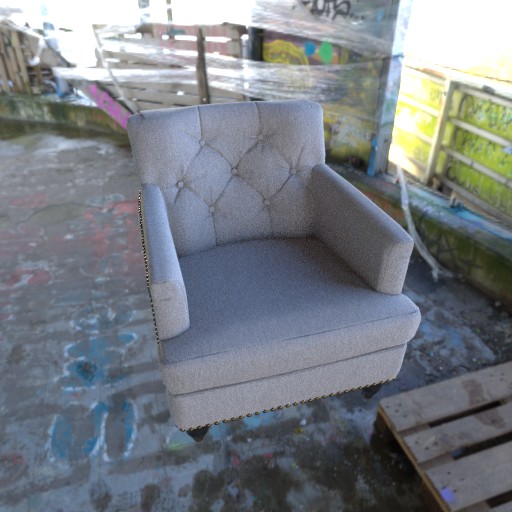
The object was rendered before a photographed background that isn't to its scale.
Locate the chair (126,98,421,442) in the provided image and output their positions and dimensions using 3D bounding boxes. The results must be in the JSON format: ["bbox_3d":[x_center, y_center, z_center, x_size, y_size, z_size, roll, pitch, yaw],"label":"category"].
[{"bbox_3d":[0.000,0.000,1.505,0.737,0.823,0.902,-9,34,-14],"label":"chair"}]
